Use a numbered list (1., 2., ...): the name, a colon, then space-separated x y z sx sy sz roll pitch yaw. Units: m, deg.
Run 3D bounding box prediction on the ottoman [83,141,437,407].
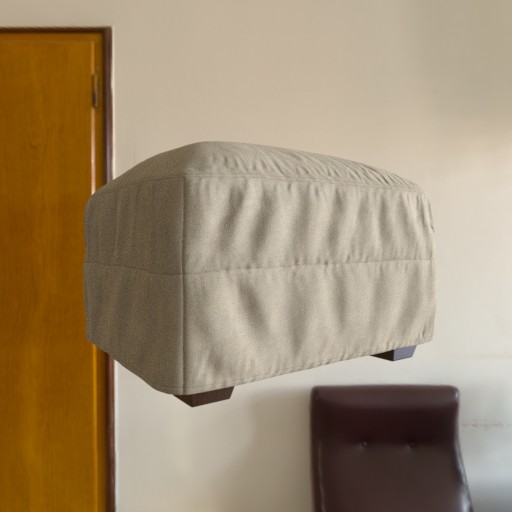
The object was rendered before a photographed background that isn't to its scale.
1. ottoman: 0.000 0.000 1.071 0.712 0.480 0.584 -1 1 -35
